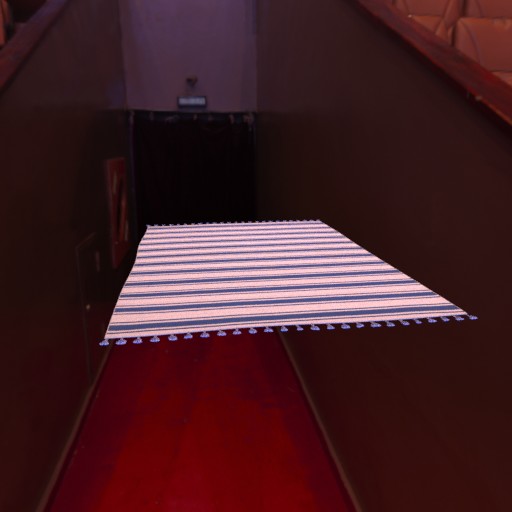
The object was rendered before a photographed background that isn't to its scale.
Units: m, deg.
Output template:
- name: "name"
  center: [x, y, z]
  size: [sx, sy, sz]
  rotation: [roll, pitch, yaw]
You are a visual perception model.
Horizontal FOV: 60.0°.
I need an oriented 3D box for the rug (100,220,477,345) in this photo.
- name: "rug"
  center: [0.000, 0.000, 2.854]
  size: [1.544, 0.010, 2.315]
  rotation: [-2, 15, -9]
